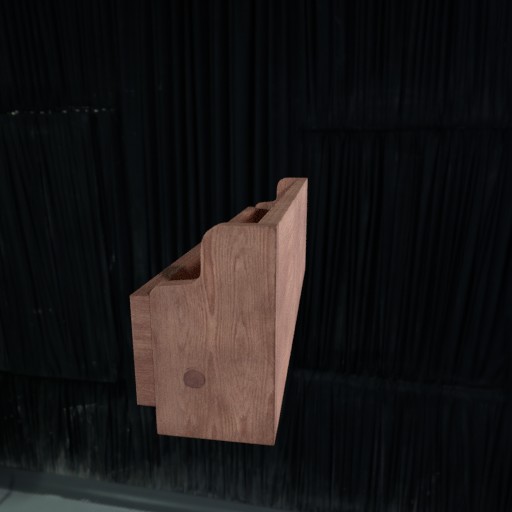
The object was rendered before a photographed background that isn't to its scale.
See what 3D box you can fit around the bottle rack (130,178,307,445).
[{"bbox_3d":[0.000,0.000,0.671,0.126,0.196,0.608,2,14,8],"label":"bottle rack"}]
